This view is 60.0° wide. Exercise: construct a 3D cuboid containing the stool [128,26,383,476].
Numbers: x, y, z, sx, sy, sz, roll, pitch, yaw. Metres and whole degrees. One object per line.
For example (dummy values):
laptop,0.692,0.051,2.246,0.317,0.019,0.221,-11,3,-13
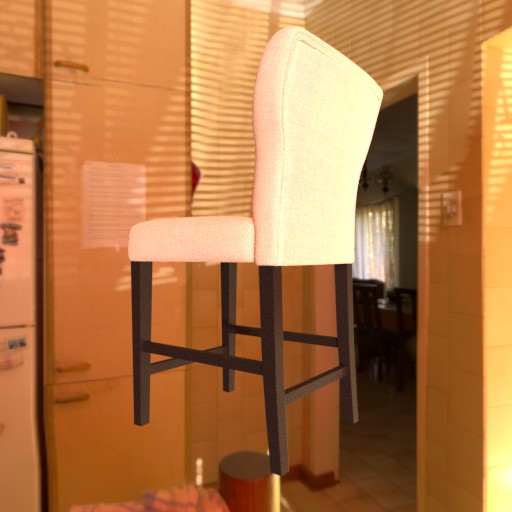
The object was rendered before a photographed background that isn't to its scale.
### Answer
stool,0.000,0.000,1.268,0.603,0.972,0.514,0,0,37
